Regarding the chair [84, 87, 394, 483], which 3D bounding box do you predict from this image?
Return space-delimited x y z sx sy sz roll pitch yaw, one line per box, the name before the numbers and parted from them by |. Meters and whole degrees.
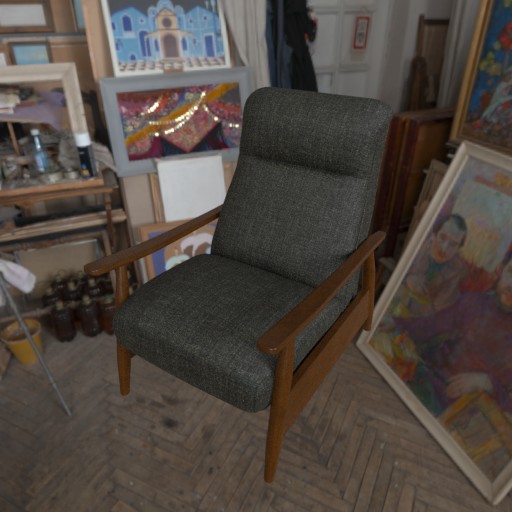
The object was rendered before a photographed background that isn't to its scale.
chair | 0.000 0.000 1.738 0.762 1.082 1.014 18 35 28
